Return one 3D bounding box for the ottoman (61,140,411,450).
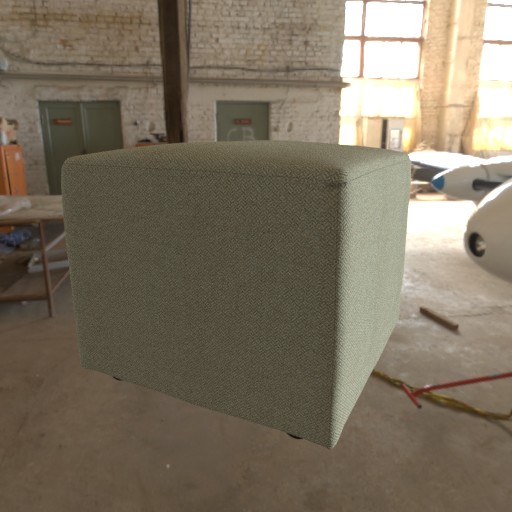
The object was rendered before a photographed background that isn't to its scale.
[{"bbox_3d":[0.000,0.000,0.902,0.512,0.453,0.521,8,17,26],"label":"ottoman"}]
